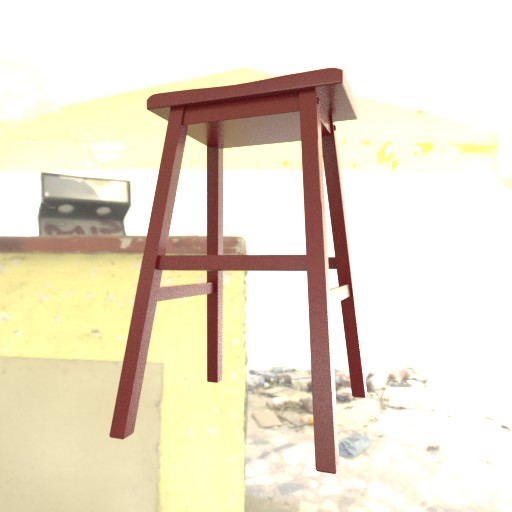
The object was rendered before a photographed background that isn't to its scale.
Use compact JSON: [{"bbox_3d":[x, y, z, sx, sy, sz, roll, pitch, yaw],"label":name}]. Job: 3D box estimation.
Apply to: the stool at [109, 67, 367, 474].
[{"bbox_3d":[0.000,0.000,1.044,0.457,0.737,0.476,0,-1,20],"label":"stool"}]
